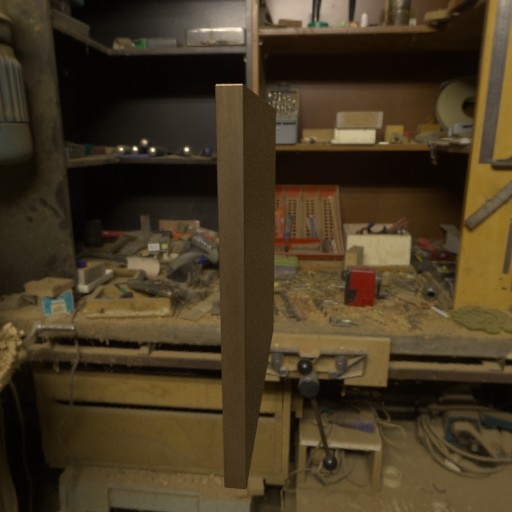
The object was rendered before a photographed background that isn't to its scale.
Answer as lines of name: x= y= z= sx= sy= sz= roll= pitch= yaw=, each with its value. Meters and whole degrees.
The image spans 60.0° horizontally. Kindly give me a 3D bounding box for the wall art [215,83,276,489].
wall art: x=0.000 y=0.000 z=0.765 sx=0.030 sy=0.506 sz=0.503 roll=2 pitch=16 yaw=6
